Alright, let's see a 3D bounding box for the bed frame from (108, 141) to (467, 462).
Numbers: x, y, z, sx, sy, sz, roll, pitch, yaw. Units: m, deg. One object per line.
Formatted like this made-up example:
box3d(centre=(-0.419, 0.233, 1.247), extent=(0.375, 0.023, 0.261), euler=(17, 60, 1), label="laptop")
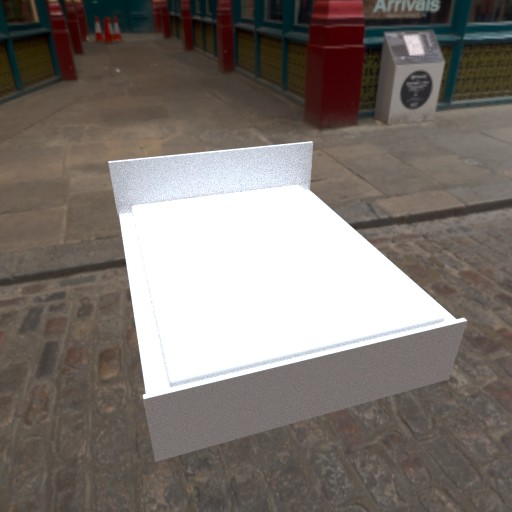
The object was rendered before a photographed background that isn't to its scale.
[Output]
box3d(centre=(0.000, 0.000, 2.852), extent=(1.622, 0.800, 1.960), euler=(-10, 32, -16), label="bed frame")
